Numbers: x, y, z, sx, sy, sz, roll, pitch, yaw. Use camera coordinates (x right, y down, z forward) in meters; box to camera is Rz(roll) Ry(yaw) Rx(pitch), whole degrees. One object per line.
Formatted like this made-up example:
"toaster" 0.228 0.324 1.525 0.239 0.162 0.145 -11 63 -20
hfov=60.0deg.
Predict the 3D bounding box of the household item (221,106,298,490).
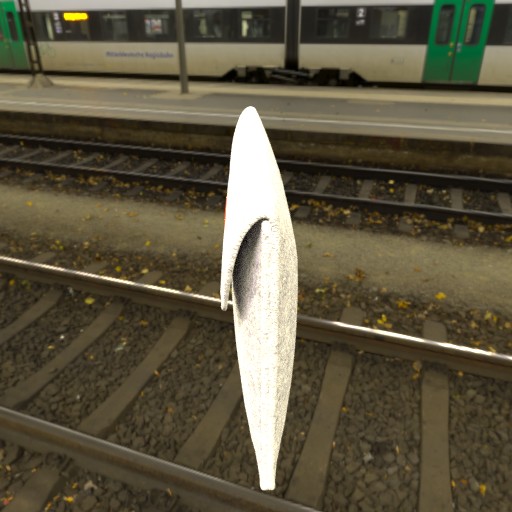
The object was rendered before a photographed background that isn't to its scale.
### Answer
"household item" 0.000 0.000 0.419 0.057 0.221 0.335 -1 27 -2
